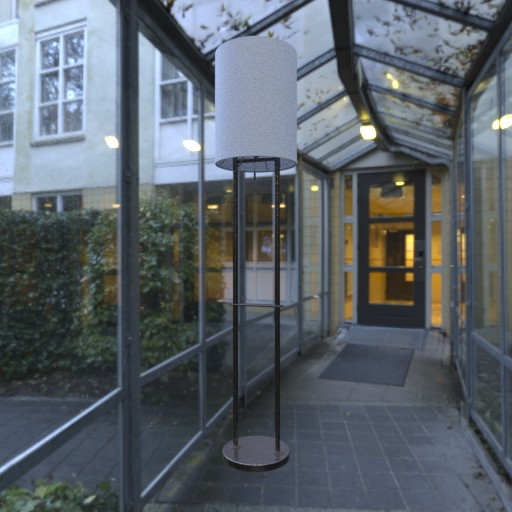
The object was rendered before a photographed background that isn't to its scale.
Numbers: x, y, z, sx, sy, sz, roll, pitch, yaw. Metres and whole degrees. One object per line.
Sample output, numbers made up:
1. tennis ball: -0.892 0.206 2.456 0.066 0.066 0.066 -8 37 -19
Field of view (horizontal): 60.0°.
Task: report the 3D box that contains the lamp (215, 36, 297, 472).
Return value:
1. lamp: 0.000 0.000 1.661 0.306 1.500 0.305 0 0 19
